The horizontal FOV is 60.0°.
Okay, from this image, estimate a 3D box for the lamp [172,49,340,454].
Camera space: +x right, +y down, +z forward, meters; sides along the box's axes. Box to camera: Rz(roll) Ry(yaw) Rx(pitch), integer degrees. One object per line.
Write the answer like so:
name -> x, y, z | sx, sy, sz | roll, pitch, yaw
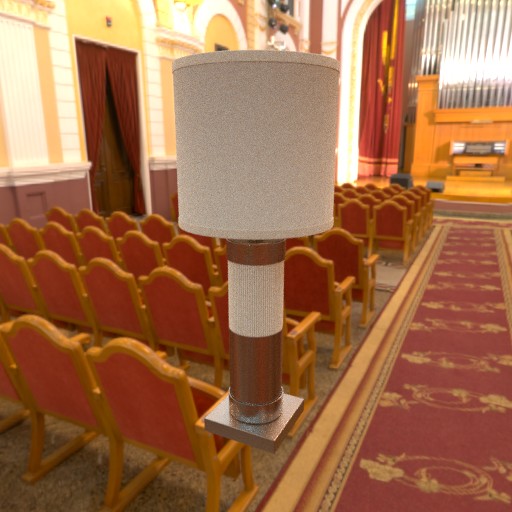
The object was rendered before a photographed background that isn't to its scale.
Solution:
lamp -> 0.000, 0.000, 0.600 | 0.202, 0.509, 0.202 | 7, 16, 26
